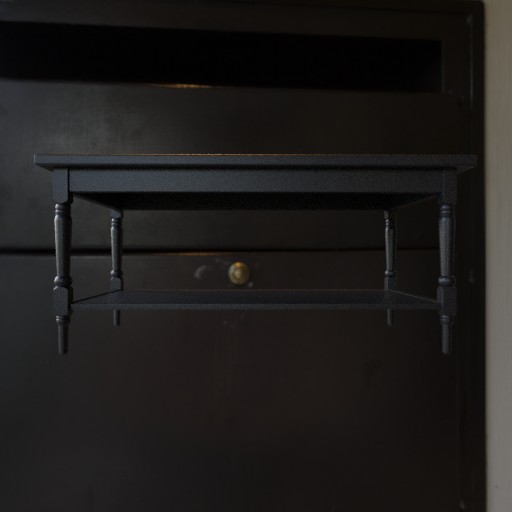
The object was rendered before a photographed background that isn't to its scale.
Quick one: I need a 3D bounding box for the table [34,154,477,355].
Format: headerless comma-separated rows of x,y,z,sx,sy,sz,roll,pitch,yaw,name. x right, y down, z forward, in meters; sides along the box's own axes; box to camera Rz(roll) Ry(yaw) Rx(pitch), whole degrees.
0.000,0.000,1.381,1.107,0.510,0.550,0,0,-1,table
